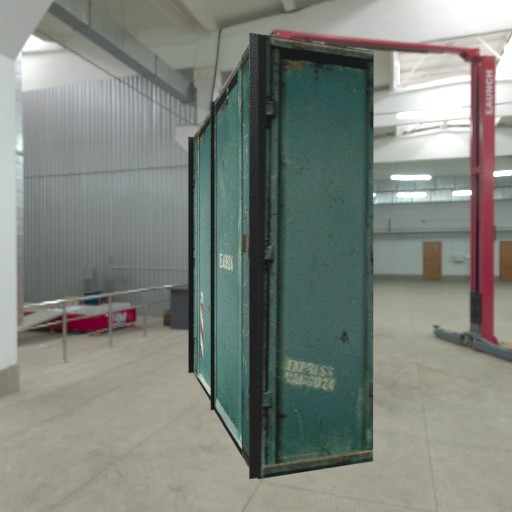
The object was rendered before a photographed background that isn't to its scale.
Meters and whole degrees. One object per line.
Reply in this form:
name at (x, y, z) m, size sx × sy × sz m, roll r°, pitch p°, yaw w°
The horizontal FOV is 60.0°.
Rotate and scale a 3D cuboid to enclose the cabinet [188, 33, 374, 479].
cabinet at (0.000, 0.000, 3.191) m, size 0.680 × 2.160 × 2.000 m, roll 0°, pitch 0°, yaw -17°
